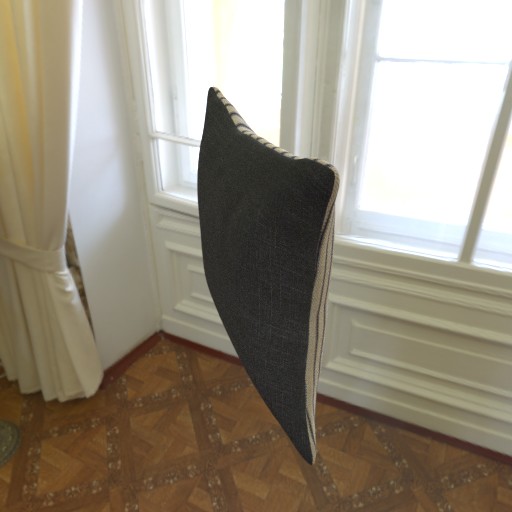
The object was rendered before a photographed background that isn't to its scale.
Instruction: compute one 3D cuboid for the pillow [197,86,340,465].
[{"bbox_3d":[0.000,0.000,0.708,0.138,0.444,0.468,-10,32,-17],"label":"pillow"}]
